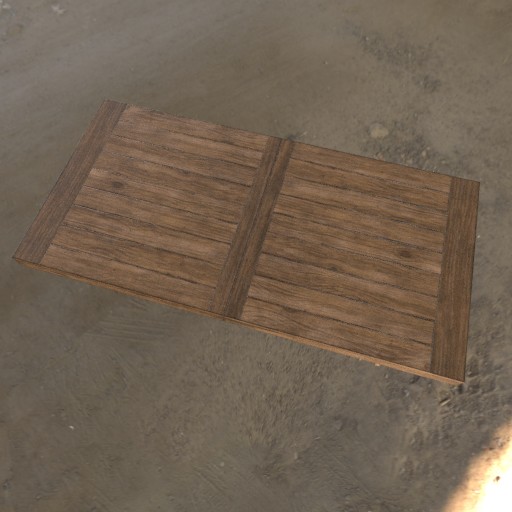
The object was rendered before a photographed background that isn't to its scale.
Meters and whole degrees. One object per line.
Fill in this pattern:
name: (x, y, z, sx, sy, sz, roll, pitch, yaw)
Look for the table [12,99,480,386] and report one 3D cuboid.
table: (0.000, 0.000, 2.285, 1.867, 0.757, 0.931, 14, 65, 7)
